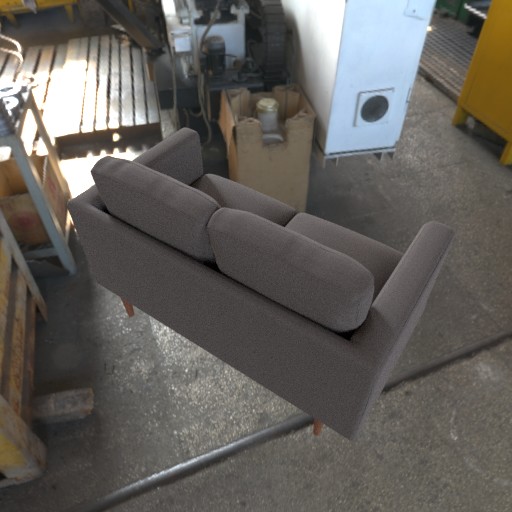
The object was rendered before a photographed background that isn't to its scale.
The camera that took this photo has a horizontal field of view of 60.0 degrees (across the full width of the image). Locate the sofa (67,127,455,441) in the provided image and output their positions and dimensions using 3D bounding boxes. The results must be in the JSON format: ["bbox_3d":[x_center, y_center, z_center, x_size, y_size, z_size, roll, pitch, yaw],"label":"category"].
[{"bbox_3d":[0.000,0.000,1.984,1.430,0.908,0.796,26,51,23],"label":"sofa"}]
